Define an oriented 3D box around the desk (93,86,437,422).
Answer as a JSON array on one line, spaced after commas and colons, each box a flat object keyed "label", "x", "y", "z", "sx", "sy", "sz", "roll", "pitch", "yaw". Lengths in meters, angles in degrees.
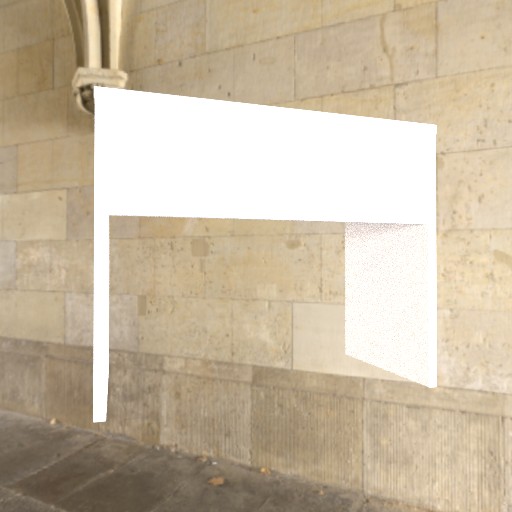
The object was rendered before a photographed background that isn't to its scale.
[{"label": "desk", "x": 0.000, "y": 0.000, "z": 1.335, "sx": 0.900, "sy": 0.729, "sz": 0.498, "roll": 0, "pitch": -1, "yaw": -18}]
